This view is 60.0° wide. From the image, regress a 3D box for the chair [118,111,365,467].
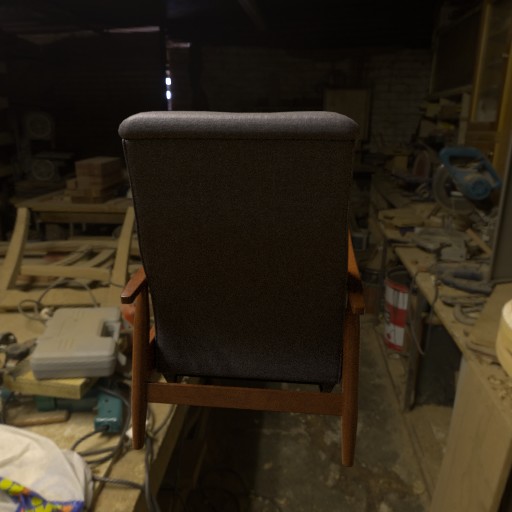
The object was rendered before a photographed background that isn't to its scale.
[{"bbox_3d":[0.000,0.000,1.751,0.762,1.081,1.014,2,18,6],"label":"chair"}]
